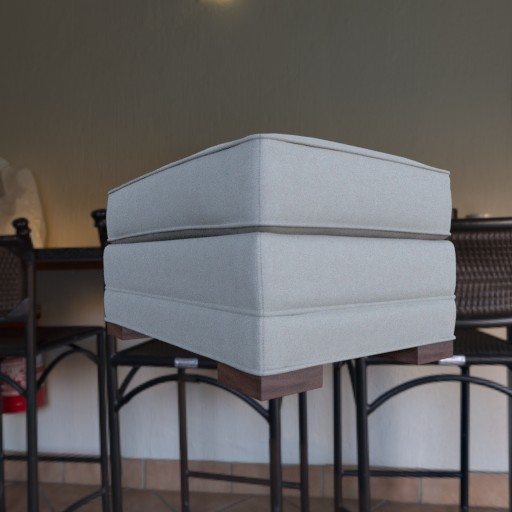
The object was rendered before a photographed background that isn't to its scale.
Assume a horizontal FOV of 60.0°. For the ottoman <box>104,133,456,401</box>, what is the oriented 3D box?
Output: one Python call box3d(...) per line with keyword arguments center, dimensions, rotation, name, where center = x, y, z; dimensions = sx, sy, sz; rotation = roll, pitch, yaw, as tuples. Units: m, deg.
box3d(center=(0.000, 0.000, 1.215), dimensions=(0.611, 0.482, 0.848), rotation=(0, 0, -36), name="ottoman")
